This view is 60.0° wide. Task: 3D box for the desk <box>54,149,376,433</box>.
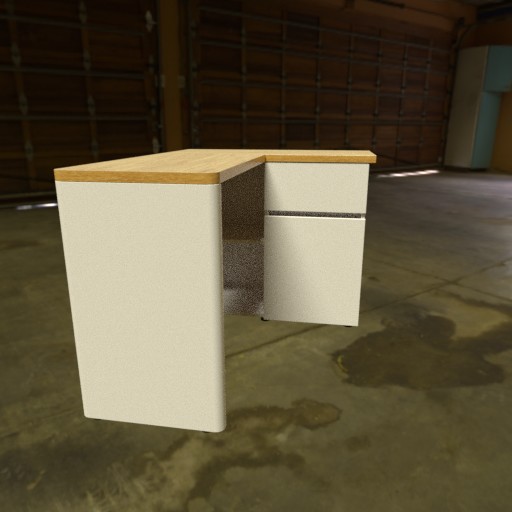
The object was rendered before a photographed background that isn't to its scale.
[{"bbox_3d":[0.000,0.000,1.747,0.900,0.760,1.170,3,16,9],"label":"desk"}]
